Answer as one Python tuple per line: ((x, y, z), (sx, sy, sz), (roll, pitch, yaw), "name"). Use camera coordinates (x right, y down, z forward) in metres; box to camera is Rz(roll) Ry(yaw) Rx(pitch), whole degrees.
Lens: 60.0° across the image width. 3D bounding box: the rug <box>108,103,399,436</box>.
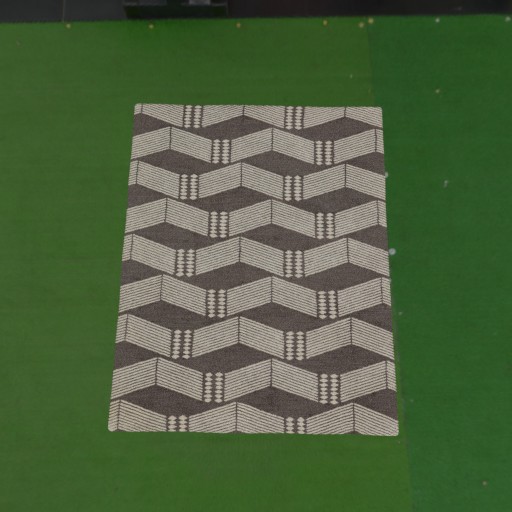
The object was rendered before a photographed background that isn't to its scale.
((0.000, 0.000, 4.044), (2.438, 0.016, 3.048), (1, 77, 0), "rug")
